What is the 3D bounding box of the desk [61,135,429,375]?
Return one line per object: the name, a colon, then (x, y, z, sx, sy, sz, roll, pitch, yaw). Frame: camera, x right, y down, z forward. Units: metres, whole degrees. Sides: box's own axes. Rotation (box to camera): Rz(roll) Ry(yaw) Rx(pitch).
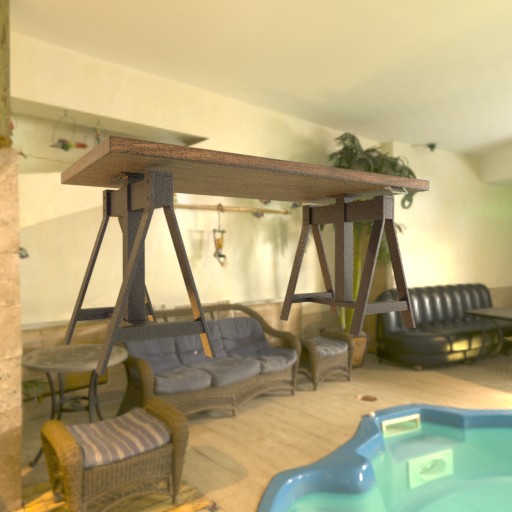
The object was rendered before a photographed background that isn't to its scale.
desk: (0.000, 0.000, 2.035, 1.543, 0.725, 0.784, 0, 1, -34)
